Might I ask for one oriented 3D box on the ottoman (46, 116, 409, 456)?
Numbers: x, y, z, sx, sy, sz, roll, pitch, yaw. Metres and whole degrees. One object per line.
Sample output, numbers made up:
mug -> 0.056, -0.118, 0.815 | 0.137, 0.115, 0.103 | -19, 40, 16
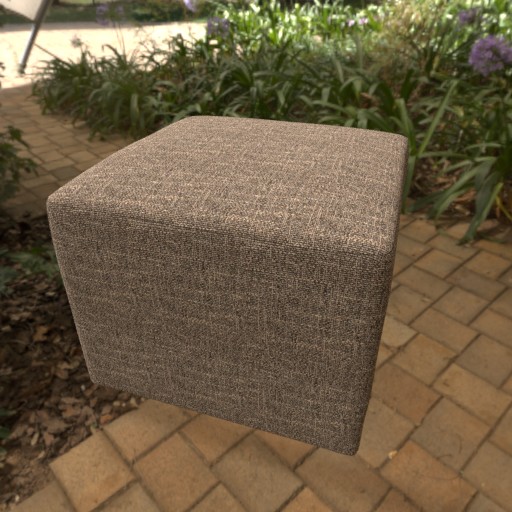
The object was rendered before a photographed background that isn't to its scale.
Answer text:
ottoman -> 0.000, 0.000, 0.888 | 0.521, 0.453, 0.512 | 10, 33, 15
